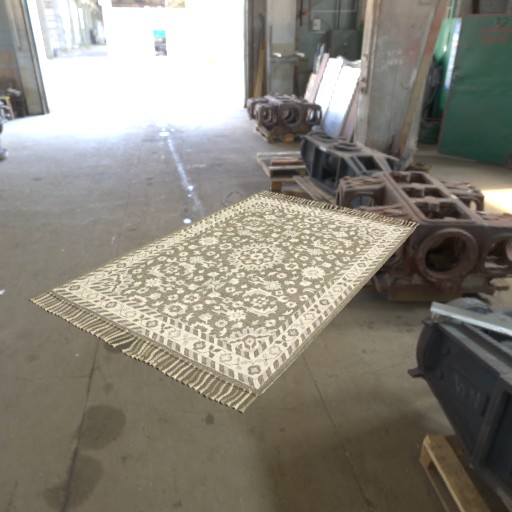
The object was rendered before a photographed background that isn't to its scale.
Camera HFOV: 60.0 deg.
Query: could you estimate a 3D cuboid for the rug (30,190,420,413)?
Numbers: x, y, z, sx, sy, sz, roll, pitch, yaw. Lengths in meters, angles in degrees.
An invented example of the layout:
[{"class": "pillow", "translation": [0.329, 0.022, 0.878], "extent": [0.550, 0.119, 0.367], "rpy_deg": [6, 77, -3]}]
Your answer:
[{"class": "rug", "translation": [0.000, 0.000, 3.042], "extent": [1.530, 0.025, 2.431], "rpy_deg": [17, 31, 30]}]
